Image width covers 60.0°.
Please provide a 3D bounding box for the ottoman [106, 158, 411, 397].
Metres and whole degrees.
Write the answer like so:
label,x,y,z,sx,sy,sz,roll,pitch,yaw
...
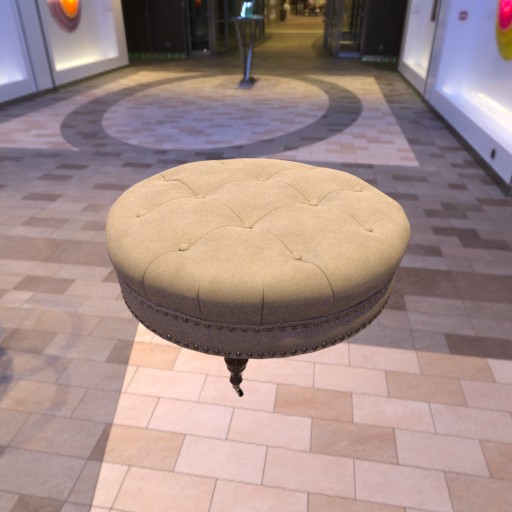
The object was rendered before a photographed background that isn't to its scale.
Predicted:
label,x,y,z,sx,sy,sz,roll,pitch,yaw
ottoman,0.000,0.000,1.415,0.901,0.439,0.901,0,30,0
